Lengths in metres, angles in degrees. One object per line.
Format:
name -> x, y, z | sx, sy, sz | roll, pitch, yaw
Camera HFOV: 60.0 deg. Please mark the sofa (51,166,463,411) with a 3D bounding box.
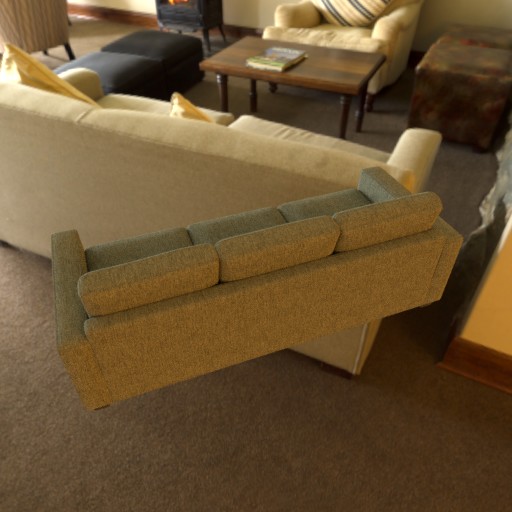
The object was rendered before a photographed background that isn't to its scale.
sofa -> 0.000, 0.000, 2.579 | 2.160, 0.800, 0.900 | -14, 43, -16
